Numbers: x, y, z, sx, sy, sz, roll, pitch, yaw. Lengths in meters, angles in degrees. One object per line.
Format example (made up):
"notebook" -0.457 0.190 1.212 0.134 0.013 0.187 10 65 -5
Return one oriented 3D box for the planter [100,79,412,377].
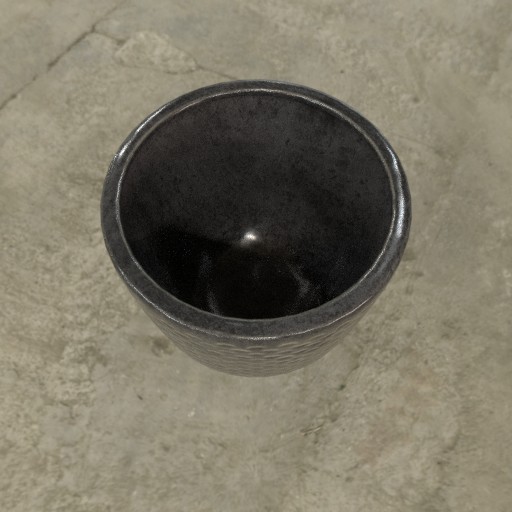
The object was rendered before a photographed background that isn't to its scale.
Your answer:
"planter" 0.000 0.000 0.362 0.197 0.191 0.197 0 63 0
